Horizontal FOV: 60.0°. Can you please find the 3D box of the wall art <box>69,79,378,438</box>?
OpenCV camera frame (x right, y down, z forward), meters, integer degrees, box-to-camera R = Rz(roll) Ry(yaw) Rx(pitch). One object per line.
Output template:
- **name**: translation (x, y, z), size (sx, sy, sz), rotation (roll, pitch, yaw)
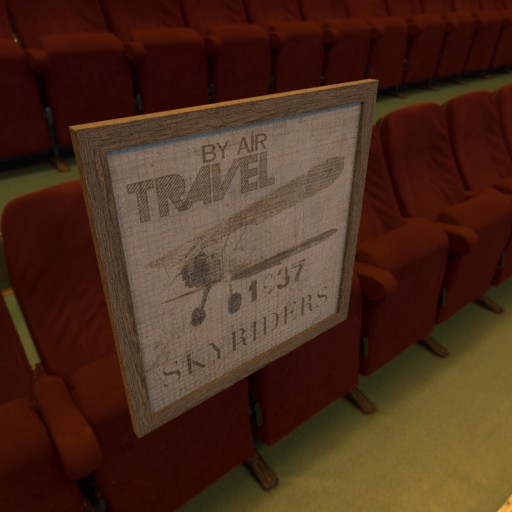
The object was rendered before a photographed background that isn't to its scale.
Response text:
- **wall art**: translation (0.000, 0.000, 0.745), size (0.508, 0.508, 0.019), rotation (-22, 37, -32)
